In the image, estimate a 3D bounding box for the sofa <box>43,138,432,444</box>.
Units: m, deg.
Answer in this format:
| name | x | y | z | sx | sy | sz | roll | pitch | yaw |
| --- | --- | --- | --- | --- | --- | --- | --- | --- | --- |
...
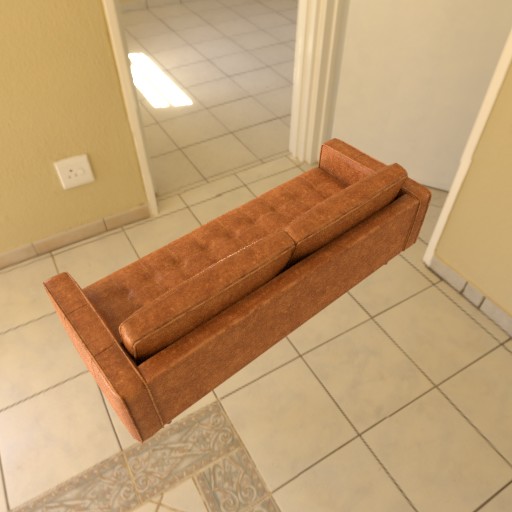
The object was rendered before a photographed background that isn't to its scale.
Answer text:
| name | x | y | z | sx | sy | sz | roll | pitch | yaw |
| --- | --- | --- | --- | --- | --- | --- | --- | --- | --- |
| sofa | 0.000 | 0.000 | 2.659 | 2.199 | 0.779 | 0.886 | -31 | 53 | -26 |
